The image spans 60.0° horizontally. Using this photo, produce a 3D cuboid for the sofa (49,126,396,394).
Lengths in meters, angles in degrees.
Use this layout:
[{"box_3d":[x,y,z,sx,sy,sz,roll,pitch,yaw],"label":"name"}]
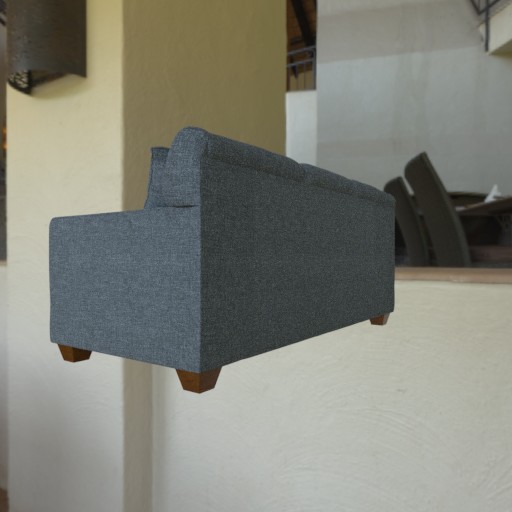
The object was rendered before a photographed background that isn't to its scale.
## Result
[{"box_3d":[0.000,0.000,2.573,0.997,0.958,2.024,0,0,36],"label":"sofa"}]
